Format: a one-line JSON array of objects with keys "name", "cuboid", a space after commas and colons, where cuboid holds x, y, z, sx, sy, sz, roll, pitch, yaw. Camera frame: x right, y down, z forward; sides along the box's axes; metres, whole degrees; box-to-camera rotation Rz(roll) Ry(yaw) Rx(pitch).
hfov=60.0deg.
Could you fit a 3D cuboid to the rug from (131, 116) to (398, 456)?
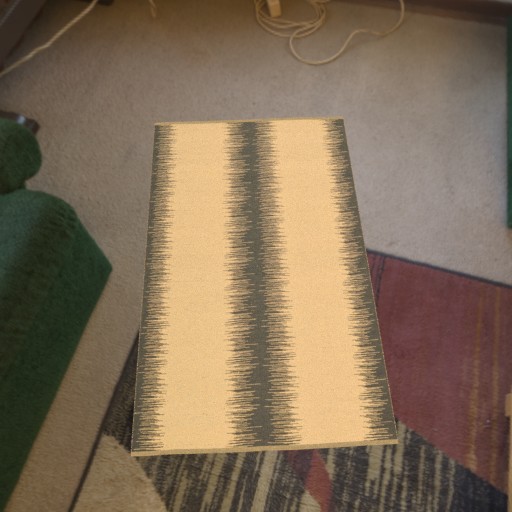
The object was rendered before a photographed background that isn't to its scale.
[{"name": "rug", "cuboid": [0.000, 0.000, 3.041, 1.519, 0.003, 2.453, -2, 64, -1]}]
